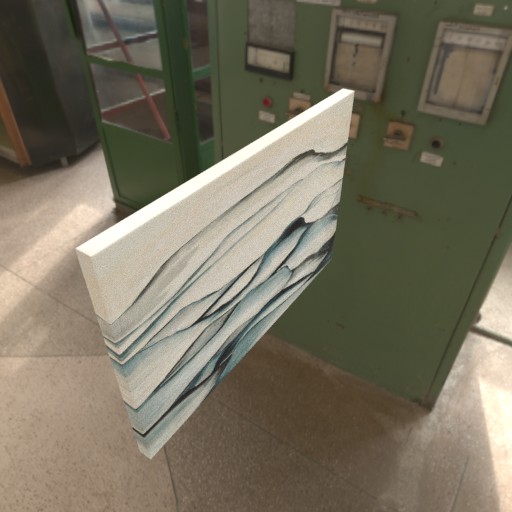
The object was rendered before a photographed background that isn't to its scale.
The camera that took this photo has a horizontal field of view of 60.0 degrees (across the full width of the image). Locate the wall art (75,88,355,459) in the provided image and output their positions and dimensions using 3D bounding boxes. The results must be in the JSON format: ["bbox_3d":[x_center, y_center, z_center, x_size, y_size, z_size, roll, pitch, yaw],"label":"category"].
[{"bbox_3d":[0.000,0.000,1.150,0.039,0.609,0.914,24,44,27],"label":"wall art"}]
